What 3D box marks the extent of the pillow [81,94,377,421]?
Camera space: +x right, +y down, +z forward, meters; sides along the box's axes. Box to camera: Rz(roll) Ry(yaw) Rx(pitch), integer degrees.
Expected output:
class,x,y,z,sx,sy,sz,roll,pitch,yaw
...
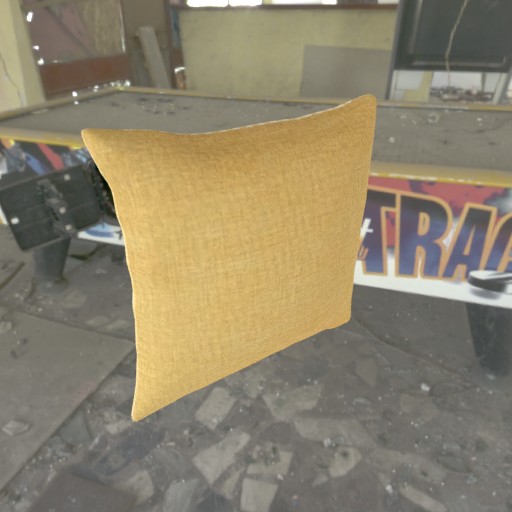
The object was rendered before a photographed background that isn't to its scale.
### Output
class,x,y,z,sx,sy,sz,roll,pitch,yaw
pillow,0.000,0.000,0.632,0.419,0.407,0.173,-18,33,-29
